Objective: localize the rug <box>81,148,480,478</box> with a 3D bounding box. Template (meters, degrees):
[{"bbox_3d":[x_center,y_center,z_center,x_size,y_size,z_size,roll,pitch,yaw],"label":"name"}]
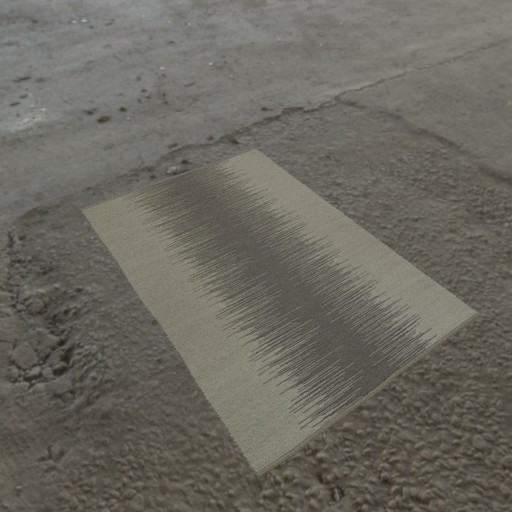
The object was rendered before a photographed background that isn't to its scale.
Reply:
[{"bbox_3d":[0.000,0.000,2.284,1.226,0.007,1.815,-25,49,-24],"label":"rug"}]
